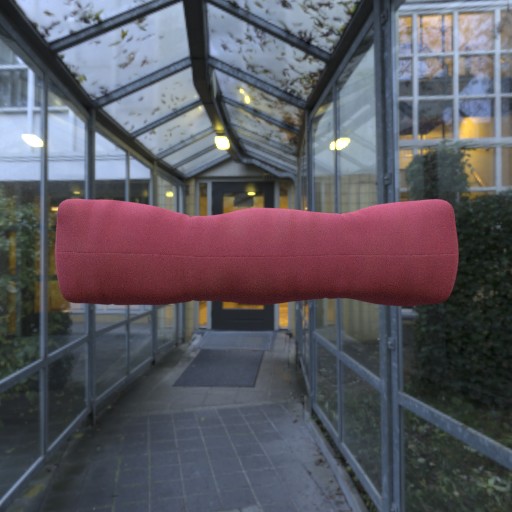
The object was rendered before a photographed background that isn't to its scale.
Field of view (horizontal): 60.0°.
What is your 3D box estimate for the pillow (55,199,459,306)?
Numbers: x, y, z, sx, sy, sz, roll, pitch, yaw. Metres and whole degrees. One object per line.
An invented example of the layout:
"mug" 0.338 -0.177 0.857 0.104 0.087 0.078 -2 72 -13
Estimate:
"pillow" 0.000 0.000 0.723 0.468 0.128 0.490 0 -1 0
